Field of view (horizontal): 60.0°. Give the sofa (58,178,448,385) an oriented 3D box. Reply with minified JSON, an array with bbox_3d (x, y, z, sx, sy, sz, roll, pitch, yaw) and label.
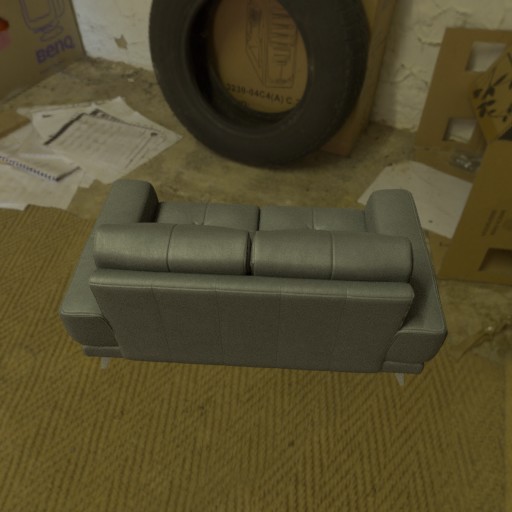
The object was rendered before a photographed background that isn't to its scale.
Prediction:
[{"bbox_3d":[0.000,0.000,2.372,1.806,0.907,1.018,3,47,2],"label":"sofa"}]
